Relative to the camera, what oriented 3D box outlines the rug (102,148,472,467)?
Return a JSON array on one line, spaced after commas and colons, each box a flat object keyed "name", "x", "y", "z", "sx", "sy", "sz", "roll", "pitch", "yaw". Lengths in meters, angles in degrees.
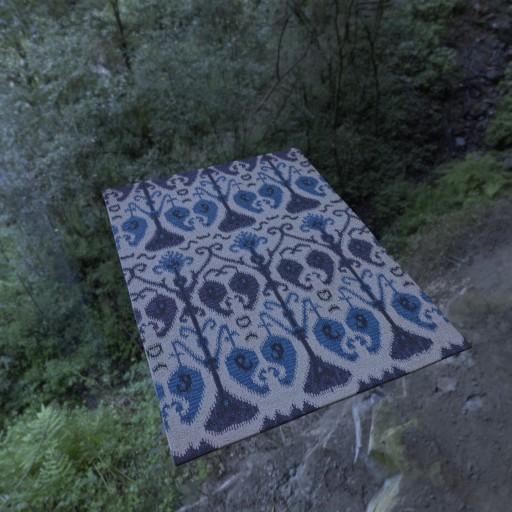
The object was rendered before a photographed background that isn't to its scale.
[{"name": "rug", "x": 0.000, "y": 0.000, "z": 4.269, "sx": 2.443, "sy": 0.024, "sz": 3.228, "roll": -16, "pitch": 47, "yaw": -15}]
